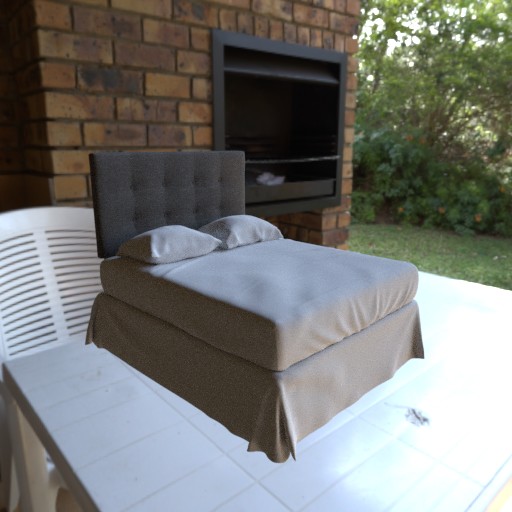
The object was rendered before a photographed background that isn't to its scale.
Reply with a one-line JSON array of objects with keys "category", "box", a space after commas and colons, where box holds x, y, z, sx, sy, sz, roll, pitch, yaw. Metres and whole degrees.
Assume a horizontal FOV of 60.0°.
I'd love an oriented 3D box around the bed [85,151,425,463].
[{"category": "bed", "box": [0.000, 0.000, 3.481, 2.222, 1.577, 1.936, 13, 19, 43]}]
